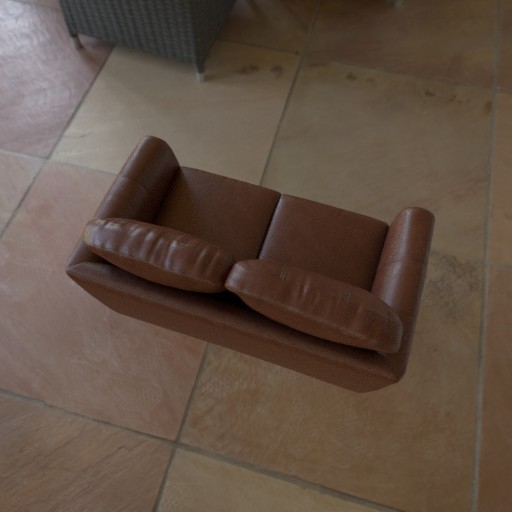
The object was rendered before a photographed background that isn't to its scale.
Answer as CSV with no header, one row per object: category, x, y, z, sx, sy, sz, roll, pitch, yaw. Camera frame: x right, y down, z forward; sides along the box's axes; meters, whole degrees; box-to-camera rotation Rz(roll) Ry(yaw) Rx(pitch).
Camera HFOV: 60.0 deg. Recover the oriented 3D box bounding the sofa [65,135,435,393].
sofa,0.000,0.000,1.973,1.406,0.906,0.805,17,65,8
